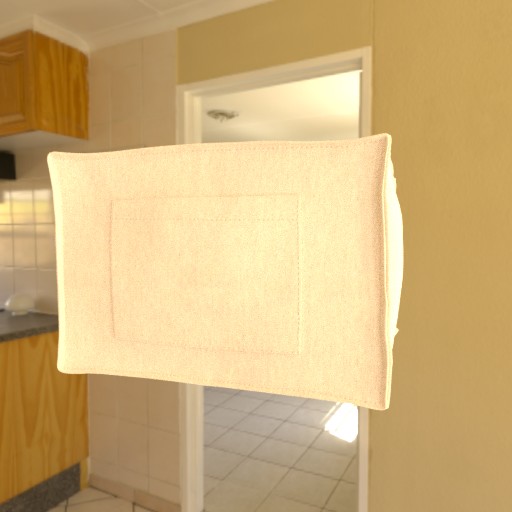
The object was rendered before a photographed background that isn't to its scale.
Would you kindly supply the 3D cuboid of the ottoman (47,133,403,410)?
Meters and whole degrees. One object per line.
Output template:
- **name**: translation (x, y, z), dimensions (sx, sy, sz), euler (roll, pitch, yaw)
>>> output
- **ottoman**: translation (0.000, 0.000, 1.120), dimensions (0.707, 0.470, 0.696), euler (1, 3, 18)
